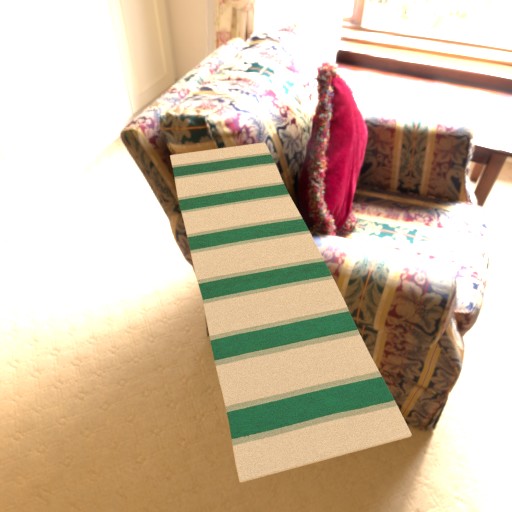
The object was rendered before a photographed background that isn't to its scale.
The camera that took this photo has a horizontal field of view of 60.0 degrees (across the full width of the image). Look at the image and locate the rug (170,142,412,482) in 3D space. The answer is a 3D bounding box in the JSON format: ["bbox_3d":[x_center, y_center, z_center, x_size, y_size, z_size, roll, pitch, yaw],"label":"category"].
[{"bbox_3d":[0.000,0.000,2.671,0.768,0.012,2.438,-10,46,-10],"label":"rug"}]
